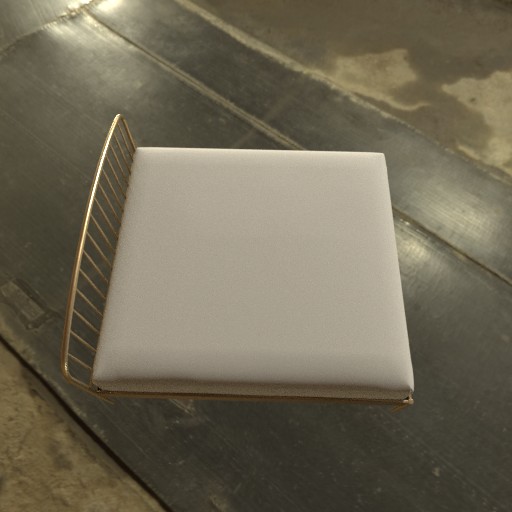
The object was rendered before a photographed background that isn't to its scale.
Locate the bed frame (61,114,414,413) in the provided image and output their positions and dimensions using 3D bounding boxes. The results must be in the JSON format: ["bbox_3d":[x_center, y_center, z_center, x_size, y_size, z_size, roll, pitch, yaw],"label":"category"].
[{"bbox_3d":[0.000,0.000,3.292,2.152,1.174,2.016,1,63,1],"label":"bed frame"}]
